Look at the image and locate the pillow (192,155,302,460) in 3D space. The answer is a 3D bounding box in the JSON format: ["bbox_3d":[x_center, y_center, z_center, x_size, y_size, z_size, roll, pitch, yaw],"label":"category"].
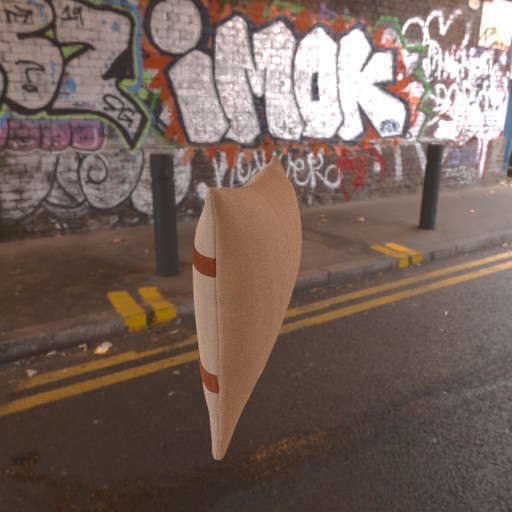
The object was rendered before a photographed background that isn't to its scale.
[{"bbox_3d":[0.000,0.000,0.745,0.148,0.308,0.612,2,16,8],"label":"pillow"}]
